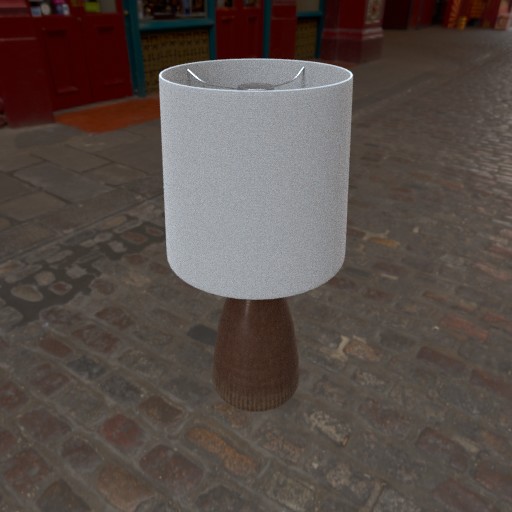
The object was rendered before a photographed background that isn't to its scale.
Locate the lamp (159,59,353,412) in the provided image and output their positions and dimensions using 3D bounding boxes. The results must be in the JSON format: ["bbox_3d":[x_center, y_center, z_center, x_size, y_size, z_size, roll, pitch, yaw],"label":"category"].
[{"bbox_3d":[0.000,0.000,0.476,0.186,0.369,0.186,0,31,0],"label":"lamp"}]
